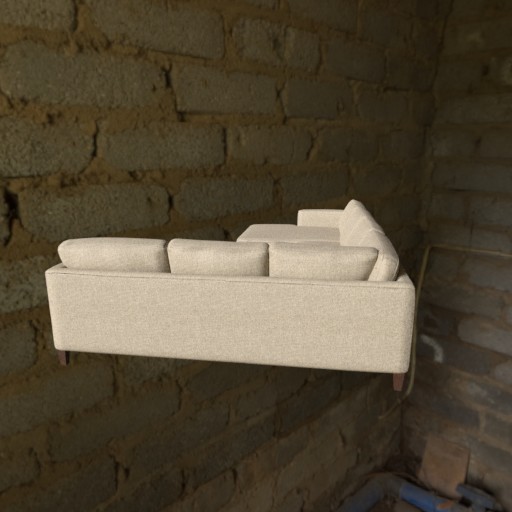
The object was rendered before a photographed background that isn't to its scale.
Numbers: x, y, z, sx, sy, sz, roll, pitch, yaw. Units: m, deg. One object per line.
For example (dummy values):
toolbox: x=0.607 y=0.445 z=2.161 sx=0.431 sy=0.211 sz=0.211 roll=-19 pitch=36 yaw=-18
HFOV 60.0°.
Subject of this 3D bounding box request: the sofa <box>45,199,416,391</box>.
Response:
sofa: x=0.000 y=0.000 z=4.670 sx=2.593 sy=0.959 sz=3.460 roll=2 pitch=14 yaw=8
